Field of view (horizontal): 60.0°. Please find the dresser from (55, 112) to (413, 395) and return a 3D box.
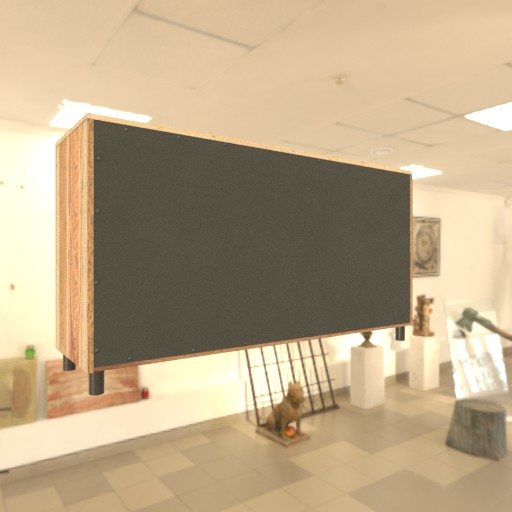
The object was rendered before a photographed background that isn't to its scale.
[{"bbox_3d":[0.000,0.000,1.930,1.547,0.834,0.487,0,0,-35],"label":"dresser"}]
